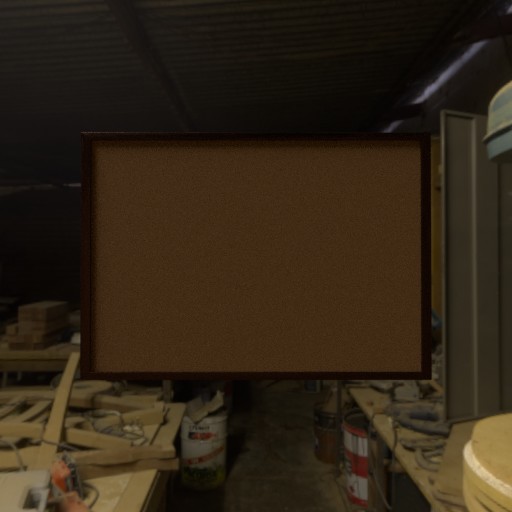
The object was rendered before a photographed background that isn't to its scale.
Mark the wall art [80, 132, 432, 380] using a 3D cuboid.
[{"bbox_3d":[0.000,0.000,0.550,0.431,0.304,0.012,0,-1,0],"label":"wall art"}]
